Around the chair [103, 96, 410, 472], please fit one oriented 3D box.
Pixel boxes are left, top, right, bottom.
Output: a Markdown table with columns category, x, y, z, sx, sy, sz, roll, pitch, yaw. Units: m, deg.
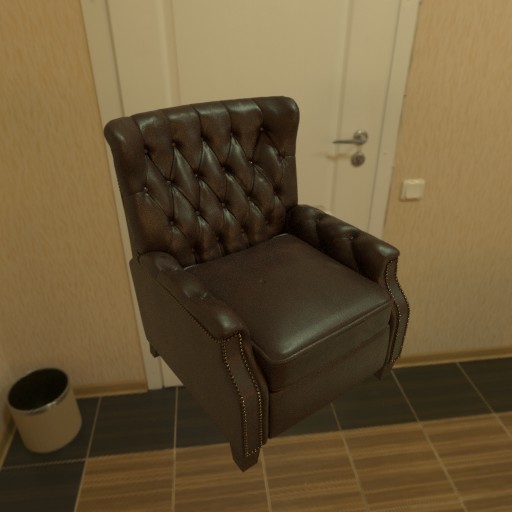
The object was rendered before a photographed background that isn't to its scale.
| category | x | y | z | sx | sy | sz | roll | pitch | yaw |
| --- | --- | --- | --- | --- | --- | --- | --- | --- | --- |
| chair | 0.000 | 0.000 | 1.477 | 0.709 | 0.864 | 0.823 | -20 | 36 | -31 |
